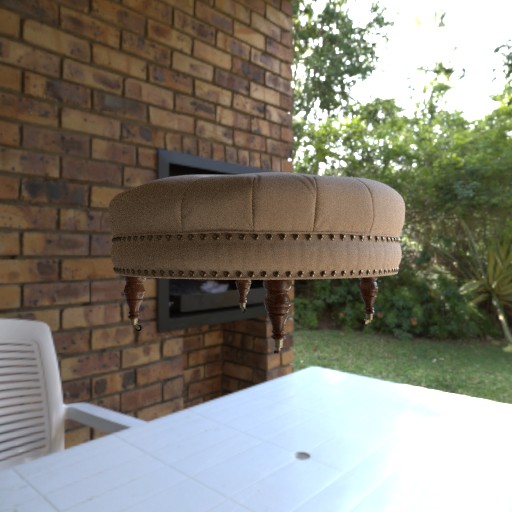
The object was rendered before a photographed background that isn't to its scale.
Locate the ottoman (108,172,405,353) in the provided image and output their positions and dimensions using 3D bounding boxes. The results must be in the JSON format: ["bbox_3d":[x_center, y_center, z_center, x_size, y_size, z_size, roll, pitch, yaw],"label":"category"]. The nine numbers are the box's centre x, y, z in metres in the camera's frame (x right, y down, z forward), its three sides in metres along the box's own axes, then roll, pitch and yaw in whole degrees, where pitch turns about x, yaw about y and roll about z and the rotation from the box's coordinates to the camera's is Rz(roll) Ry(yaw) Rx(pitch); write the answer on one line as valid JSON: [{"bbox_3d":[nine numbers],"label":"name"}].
[{"bbox_3d":[0.000,0.000,1.472,0.940,0.483,0.940,0,0,0],"label":"ottoman"}]
